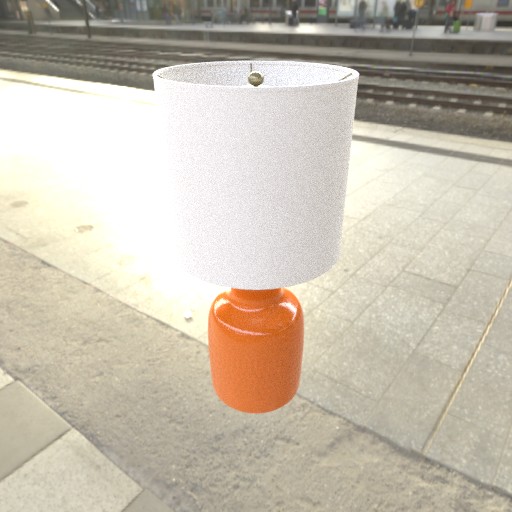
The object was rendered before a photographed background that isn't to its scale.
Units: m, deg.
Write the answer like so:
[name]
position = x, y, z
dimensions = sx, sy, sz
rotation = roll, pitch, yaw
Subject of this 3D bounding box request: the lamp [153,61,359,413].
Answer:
[lamp]
position = 0.000, 0.000, 1.126
dimensions = 0.418, 0.871, 0.418
rotation = 19, 34, 30
